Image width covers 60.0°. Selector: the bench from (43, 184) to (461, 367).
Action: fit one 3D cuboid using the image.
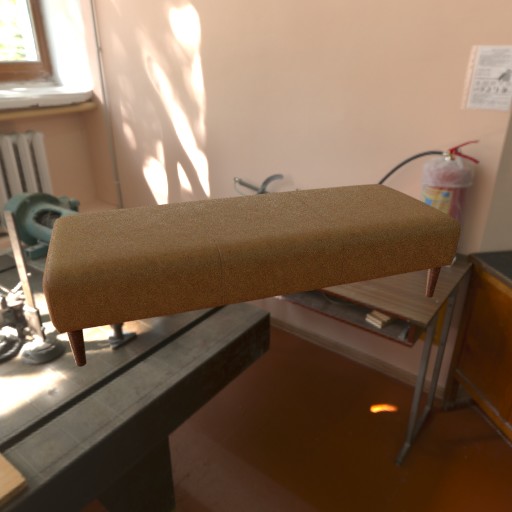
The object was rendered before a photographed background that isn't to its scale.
[{"bbox_3d":[0.000,0.000,1.924,1.610,0.399,0.653,-8,26,-17],"label":"bench"}]
